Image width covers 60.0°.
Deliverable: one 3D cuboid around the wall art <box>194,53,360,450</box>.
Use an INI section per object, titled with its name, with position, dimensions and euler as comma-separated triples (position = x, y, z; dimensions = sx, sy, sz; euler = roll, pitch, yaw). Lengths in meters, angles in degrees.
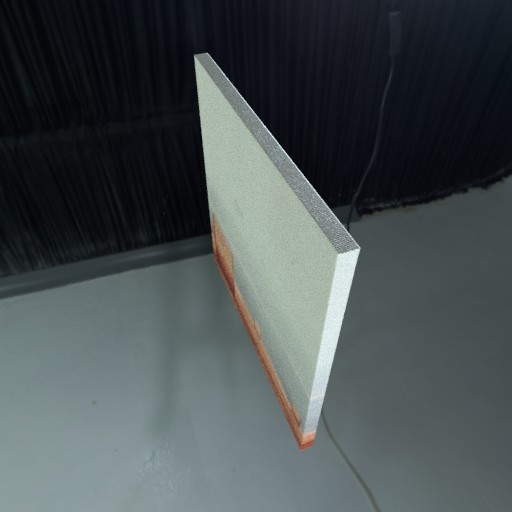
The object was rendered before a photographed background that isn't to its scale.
[wall art]
position = 0.000, 0.000, 1.164
dimensions = 0.042, 0.760, 0.760
euler = -16, 48, -15
